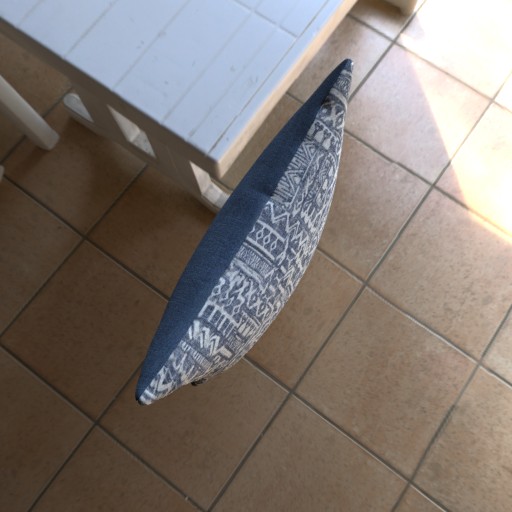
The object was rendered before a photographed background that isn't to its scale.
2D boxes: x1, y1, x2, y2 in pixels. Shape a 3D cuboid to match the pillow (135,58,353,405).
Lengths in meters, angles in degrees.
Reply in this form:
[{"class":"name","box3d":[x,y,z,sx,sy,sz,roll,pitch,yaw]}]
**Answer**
[{"class":"pillow","box3d":[0.000,0.000,0.799,0.180,0.487,0.546,30,78,7]}]
